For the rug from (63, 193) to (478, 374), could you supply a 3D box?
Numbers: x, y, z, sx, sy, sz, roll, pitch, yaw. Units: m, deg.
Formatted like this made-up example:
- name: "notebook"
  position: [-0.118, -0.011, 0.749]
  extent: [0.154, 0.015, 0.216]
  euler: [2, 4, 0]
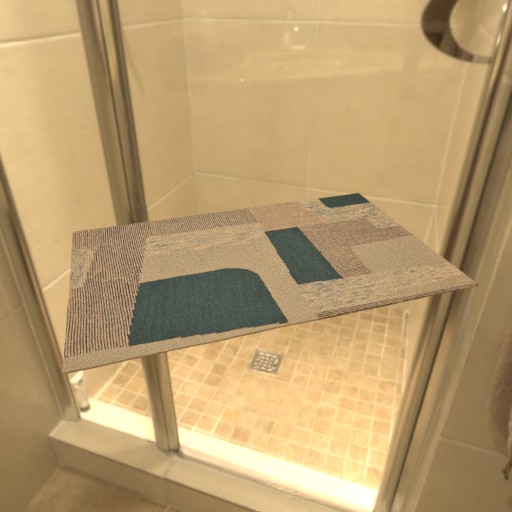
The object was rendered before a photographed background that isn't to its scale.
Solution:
- name: "rug"
  position: [0.000, 0.000, 3.063]
  extent: [2.436, 0.015, 1.521]
  euler: [-9, 33, -15]
